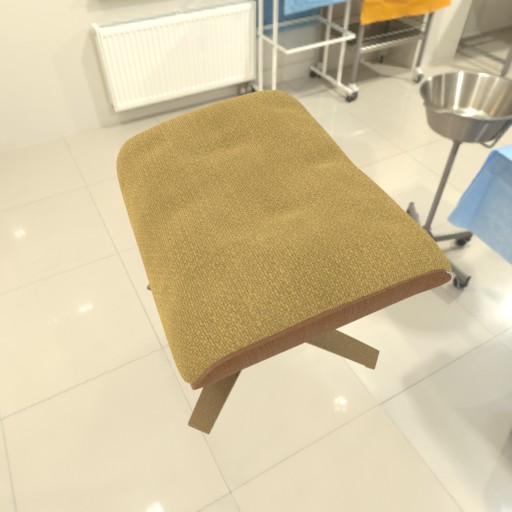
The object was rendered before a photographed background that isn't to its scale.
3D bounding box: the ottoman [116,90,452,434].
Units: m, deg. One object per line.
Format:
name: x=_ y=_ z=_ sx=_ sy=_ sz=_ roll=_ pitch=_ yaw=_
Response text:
ottoman: x=0.000 y=0.000 z=0.803 sx=0.394 sy=0.391 sz=0.520 roll=-16 pitch=48 yaw=-15
